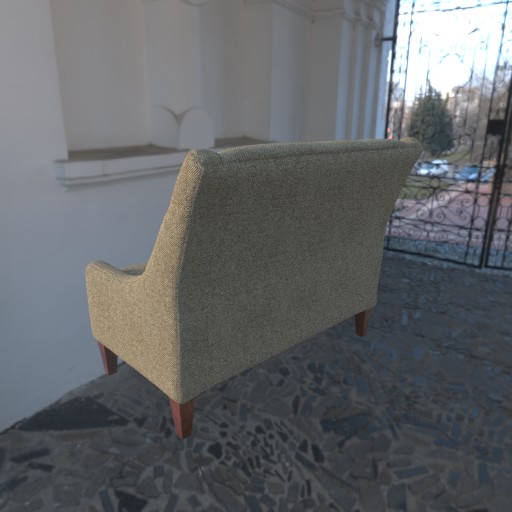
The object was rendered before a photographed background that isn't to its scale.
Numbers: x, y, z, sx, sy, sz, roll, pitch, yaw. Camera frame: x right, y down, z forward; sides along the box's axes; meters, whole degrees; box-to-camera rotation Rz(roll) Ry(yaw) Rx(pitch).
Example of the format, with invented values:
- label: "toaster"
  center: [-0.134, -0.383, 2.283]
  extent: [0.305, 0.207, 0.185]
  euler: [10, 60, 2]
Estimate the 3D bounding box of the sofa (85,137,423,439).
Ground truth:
- label: "sofa"
  center: [0.000, 0.000, 1.979]
  extent: [1.242, 1.021, 0.870]
  euler: [-16, 23, -41]
